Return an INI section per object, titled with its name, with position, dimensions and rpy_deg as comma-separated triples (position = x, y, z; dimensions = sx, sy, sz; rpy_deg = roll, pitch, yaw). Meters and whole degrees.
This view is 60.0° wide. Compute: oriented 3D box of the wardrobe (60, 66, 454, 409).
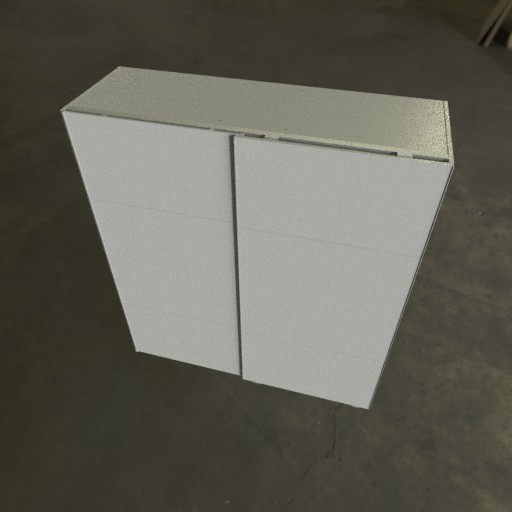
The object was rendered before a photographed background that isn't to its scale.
[wardrobe]
position = 0.000, 0.000, 2.790
dimensions = 1.780, 1.960, 0.629
rpy_deg = 10, 44, 11
